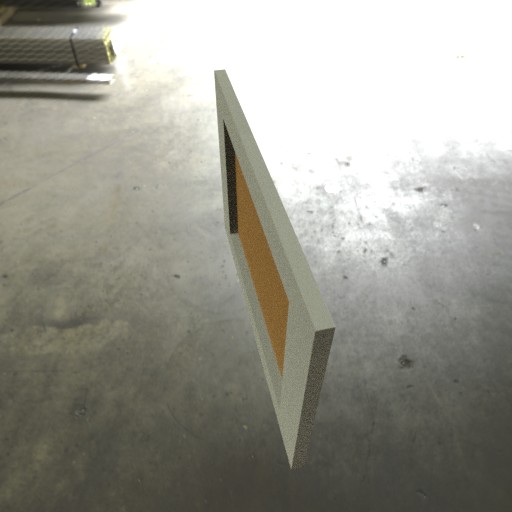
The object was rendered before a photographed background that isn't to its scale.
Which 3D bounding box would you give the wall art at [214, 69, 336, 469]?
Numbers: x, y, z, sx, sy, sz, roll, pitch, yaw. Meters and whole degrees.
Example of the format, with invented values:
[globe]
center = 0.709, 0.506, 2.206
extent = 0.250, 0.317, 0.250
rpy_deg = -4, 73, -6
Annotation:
[wall art]
center = 0.000, 0.000, 1.190
extent = 0.033, 0.617, 0.906
rpy_deg = -10, 48, -9
